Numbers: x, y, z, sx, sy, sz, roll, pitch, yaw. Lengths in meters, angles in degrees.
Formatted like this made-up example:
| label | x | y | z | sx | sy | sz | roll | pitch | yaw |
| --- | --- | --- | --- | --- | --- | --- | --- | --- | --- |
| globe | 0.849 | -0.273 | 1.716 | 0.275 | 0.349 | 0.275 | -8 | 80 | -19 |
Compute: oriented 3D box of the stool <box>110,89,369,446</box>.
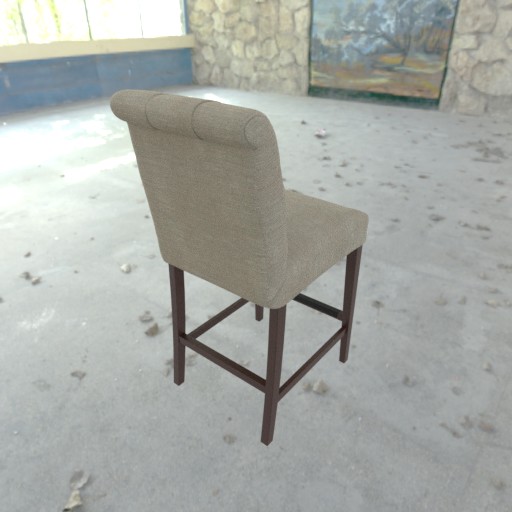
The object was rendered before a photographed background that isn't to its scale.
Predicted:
| label | x | y | z | sx | sy | sz | roll | pitch | yaw |
| --- | --- | --- | --- | --- | --- | --- | --- | --- | --- |
| stool | 0.000 | 0.000 | 1.477 | 0.486 | 1.084 | 0.660 | 21 | 35 | 33 |
